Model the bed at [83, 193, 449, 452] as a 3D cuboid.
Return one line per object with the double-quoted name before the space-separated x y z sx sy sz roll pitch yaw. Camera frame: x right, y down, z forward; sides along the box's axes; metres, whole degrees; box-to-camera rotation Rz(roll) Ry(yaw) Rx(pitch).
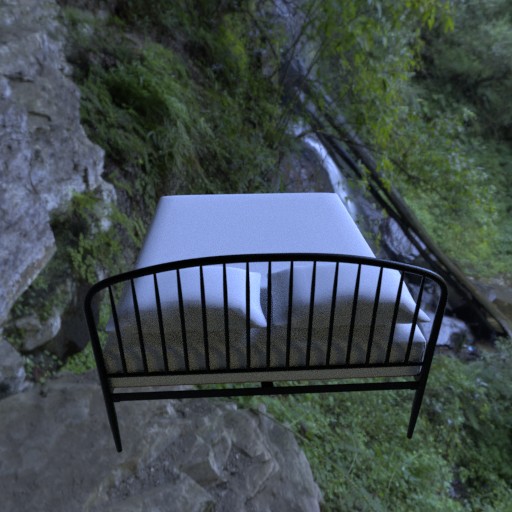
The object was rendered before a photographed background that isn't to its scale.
"bed" 0.000 0.000 3.052 1.618 1.166 2.159 -2 28 -3
